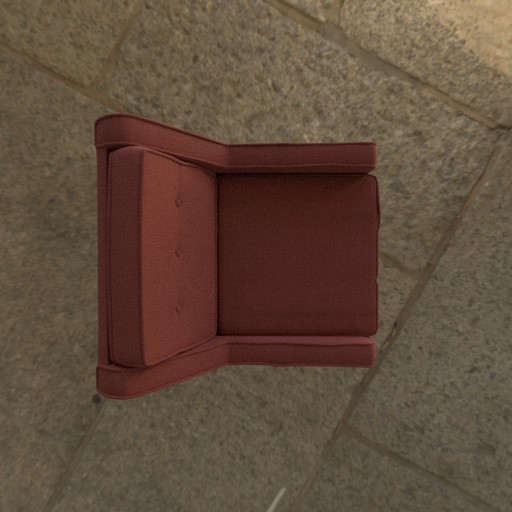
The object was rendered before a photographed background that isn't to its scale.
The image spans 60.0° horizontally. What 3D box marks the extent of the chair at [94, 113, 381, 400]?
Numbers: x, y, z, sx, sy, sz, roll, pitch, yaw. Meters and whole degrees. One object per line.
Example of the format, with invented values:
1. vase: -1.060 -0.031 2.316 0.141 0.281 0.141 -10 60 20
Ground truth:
1. chair: 0.000 0.000 1.390 0.770 0.812 0.680 0 91 0
